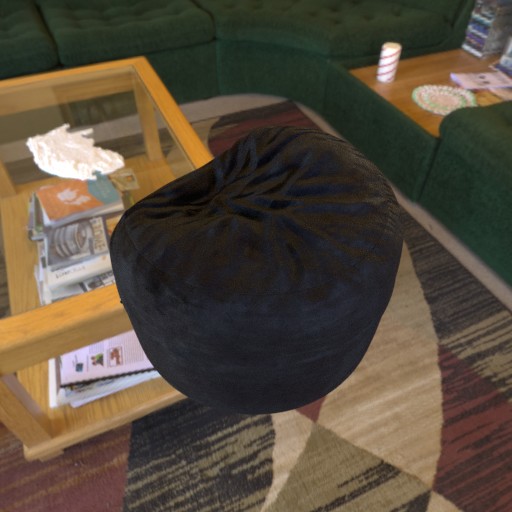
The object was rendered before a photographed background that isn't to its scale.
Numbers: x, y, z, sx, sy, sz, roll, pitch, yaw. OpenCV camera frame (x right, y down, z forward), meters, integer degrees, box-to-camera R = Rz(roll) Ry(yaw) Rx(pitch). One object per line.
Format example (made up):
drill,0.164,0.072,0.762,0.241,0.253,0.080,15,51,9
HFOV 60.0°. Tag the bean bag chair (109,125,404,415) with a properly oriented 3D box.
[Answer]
bean bag chair,0.000,0.000,1.507,0.918,0.616,0.918,0,47,0
